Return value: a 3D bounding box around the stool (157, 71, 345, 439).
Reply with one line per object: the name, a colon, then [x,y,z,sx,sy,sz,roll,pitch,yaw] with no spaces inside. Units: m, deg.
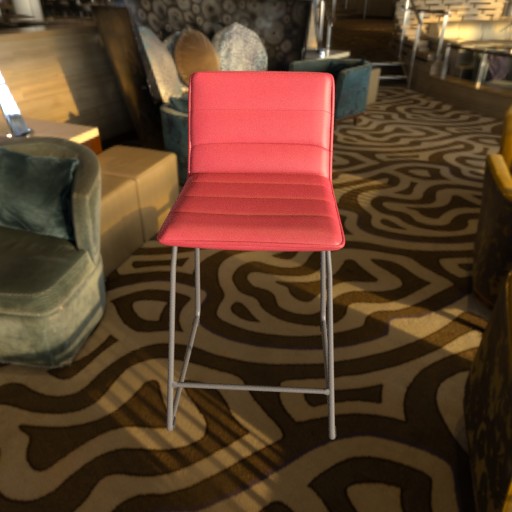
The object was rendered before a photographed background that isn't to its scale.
stool: [0.000,0.000,1.202,0.489,0.866,0.524,2,31,3]
